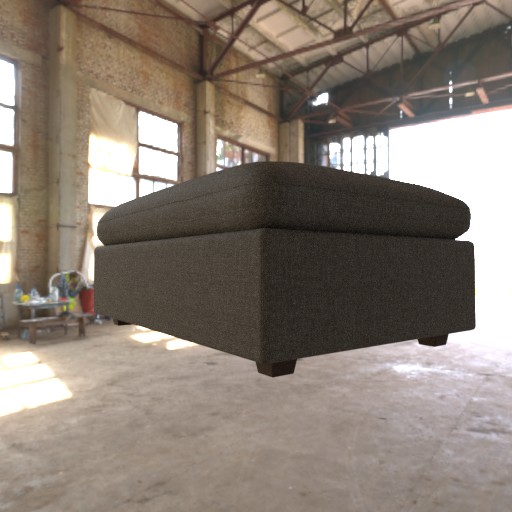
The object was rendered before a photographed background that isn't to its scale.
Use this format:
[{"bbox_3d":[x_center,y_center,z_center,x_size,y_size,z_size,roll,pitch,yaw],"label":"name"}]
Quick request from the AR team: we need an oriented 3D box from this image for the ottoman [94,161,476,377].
[{"bbox_3d":[0.000,0.000,1.392,0.711,0.483,1.041,1,-1,-36],"label":"ottoman"}]
